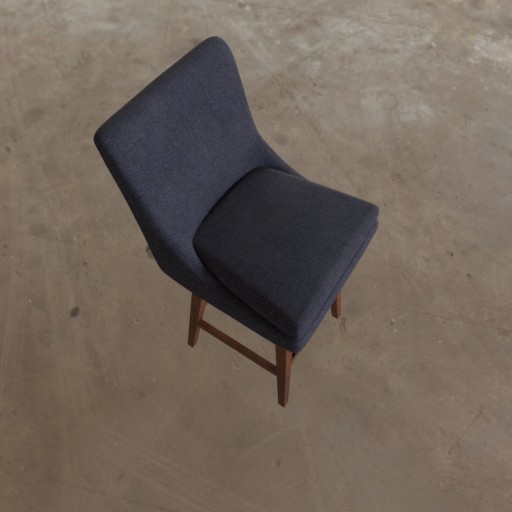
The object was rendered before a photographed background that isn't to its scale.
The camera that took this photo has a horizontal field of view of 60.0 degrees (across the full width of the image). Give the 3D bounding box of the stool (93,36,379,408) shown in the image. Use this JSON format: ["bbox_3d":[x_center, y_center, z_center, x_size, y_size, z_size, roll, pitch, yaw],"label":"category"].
[{"bbox_3d":[0.000,0.000,1.382,0.572,1.068,0.489,29,62,17],"label":"stool"}]
